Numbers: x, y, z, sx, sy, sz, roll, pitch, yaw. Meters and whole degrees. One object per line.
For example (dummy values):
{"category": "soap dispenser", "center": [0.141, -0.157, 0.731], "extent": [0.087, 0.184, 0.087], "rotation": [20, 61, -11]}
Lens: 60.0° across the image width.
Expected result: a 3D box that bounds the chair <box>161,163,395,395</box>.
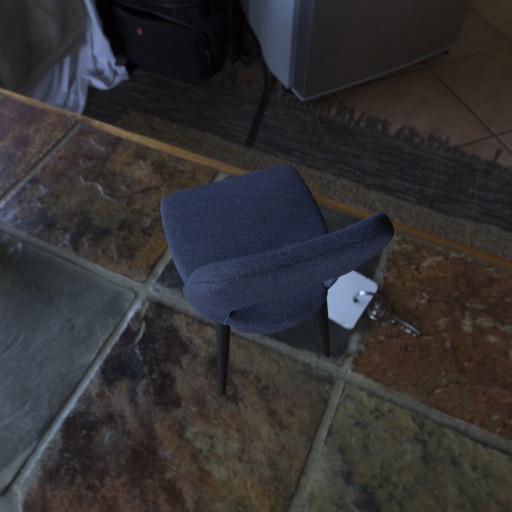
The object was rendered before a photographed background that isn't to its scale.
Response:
{"category": "chair", "center": [0.000, 0.000, 1.304], "extent": [0.470, 0.931, 0.612], "rotation": [-17, 60, -10]}
